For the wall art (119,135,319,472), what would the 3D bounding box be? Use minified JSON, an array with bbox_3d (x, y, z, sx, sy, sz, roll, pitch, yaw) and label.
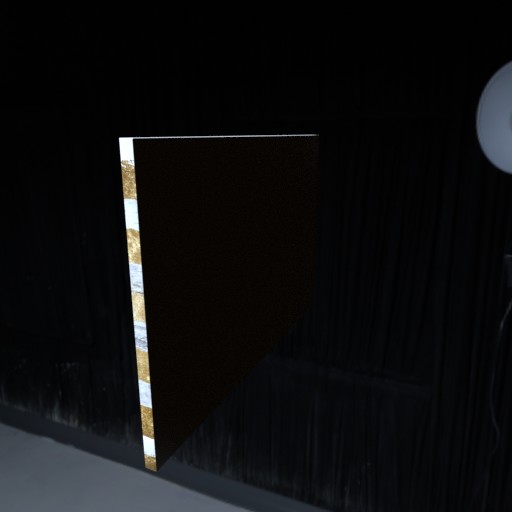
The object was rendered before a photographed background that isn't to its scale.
[{"bbox_3d":[0.000,0.000,1.167,0.027,0.610,0.932,7,17,24],"label":"wall art"}]
